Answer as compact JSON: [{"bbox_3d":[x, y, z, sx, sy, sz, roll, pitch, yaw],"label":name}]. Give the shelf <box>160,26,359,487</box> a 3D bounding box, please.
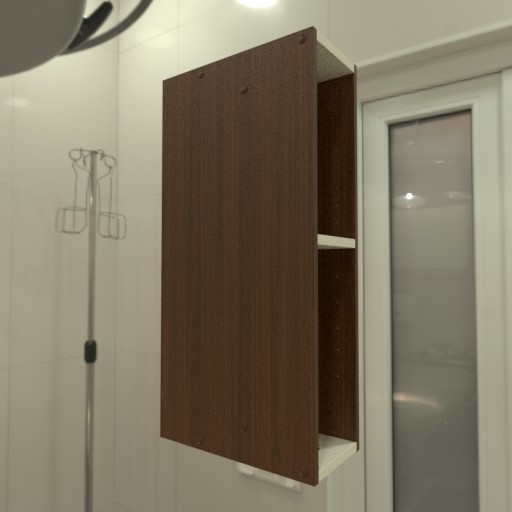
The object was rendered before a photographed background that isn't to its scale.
[{"bbox_3d":[0.000,0.000,0.719,0.290,0.600,0.147,-1,-2,36],"label":"shelf"}]
